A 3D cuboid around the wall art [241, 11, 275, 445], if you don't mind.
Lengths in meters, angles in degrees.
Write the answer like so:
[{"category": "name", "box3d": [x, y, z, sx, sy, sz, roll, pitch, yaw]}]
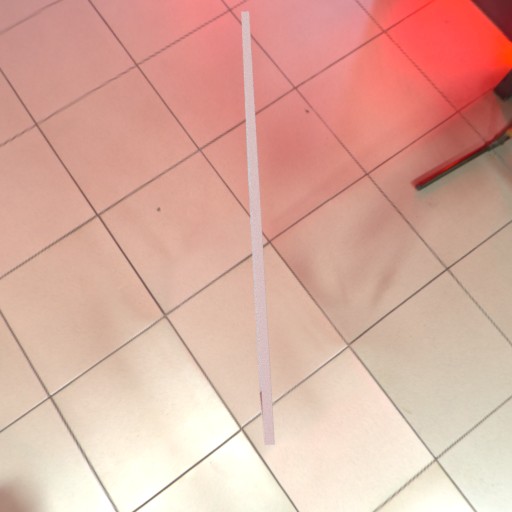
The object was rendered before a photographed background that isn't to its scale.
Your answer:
[{"category": "wall art", "box3d": [0.000, 0.000, 0.667, 0.009, 0.457, 0.456, -3, 76, -1]}]
